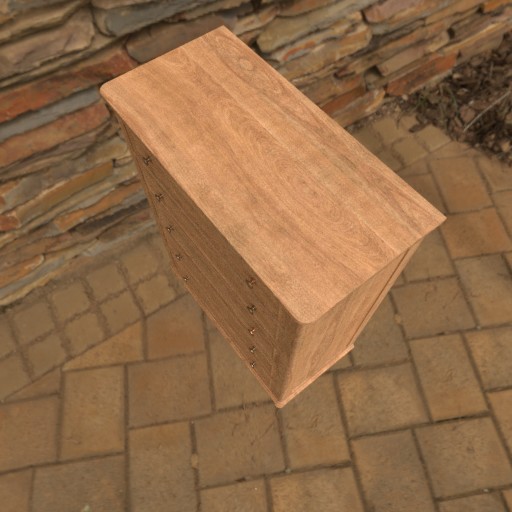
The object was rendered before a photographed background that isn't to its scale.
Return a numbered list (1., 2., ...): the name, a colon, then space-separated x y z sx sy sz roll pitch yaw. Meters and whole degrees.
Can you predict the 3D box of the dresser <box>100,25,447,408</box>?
1. dresser: 0.000 0.000 1.828 0.484 1.318 0.973 -35 68 -17
